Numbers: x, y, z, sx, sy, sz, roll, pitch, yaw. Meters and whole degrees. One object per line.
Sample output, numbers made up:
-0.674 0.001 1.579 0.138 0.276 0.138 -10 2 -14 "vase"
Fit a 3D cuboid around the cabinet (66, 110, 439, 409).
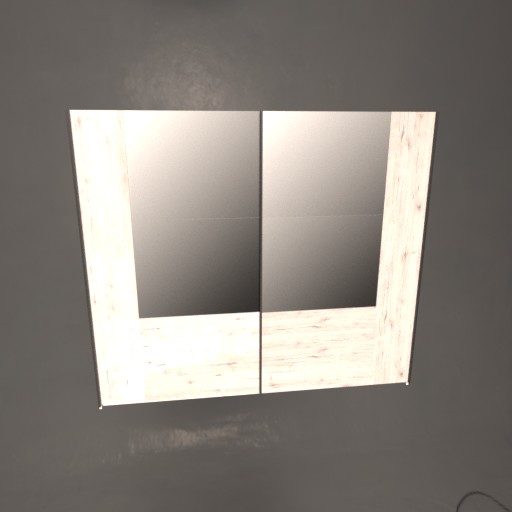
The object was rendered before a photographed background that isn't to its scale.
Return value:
0.000 0.000 3.544 2.500 2.180 0.660 -2 16 -8 "cabinet"
